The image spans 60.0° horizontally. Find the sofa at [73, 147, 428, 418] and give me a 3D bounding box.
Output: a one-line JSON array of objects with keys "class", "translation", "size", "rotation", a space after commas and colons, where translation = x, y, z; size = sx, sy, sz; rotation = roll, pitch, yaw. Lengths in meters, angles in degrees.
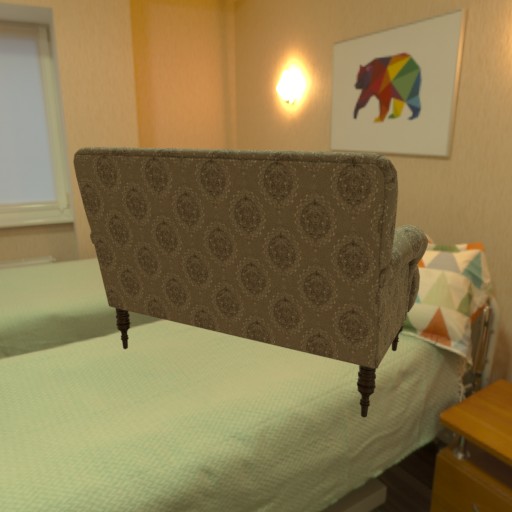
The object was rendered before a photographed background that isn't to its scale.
[{"class": "sofa", "translation": [0.000, 0.000, 1.846], "size": [1.297, 0.889, 0.779], "rotation": [8, 17, 26]}]
